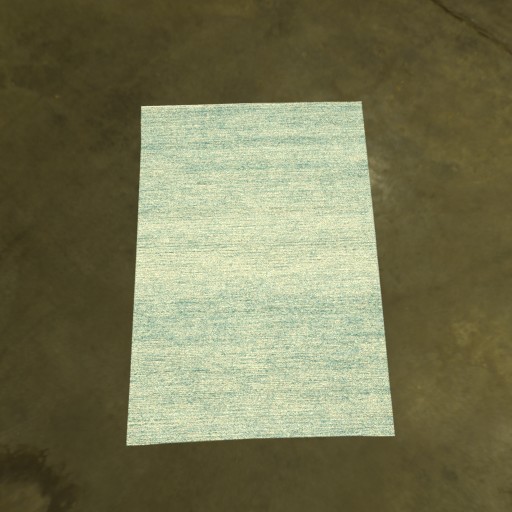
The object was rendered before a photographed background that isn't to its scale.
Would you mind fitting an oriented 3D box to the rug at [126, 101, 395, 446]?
[{"bbox_3d":[0.000,0.000,2.941,1.613,0.030,2.306,-1,75,0],"label":"rug"}]
